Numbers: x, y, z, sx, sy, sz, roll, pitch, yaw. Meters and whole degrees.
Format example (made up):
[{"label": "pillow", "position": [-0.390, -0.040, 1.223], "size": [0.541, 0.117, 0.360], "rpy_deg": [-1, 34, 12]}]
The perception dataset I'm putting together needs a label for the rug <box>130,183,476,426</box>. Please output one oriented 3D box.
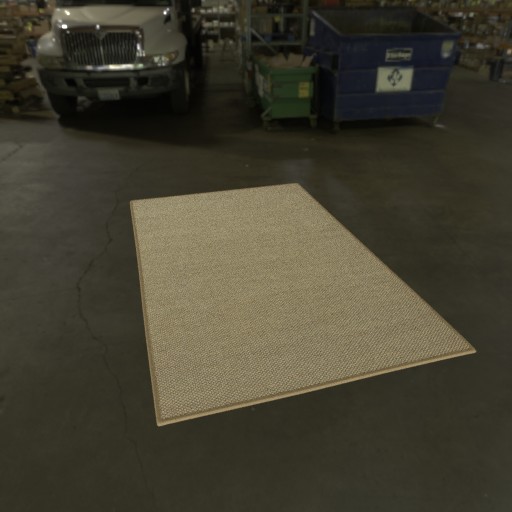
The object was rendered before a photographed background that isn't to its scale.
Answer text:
[{"label": "rug", "position": [0.000, 0.000, 2.048], "size": [1.062, 0.013, 1.667], "rpy_deg": [-8, 31, -14]}]
